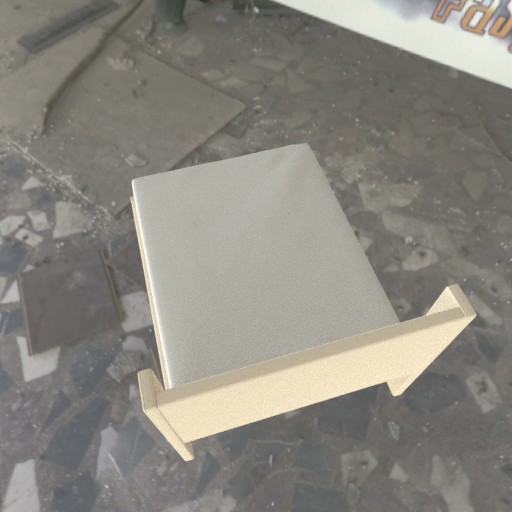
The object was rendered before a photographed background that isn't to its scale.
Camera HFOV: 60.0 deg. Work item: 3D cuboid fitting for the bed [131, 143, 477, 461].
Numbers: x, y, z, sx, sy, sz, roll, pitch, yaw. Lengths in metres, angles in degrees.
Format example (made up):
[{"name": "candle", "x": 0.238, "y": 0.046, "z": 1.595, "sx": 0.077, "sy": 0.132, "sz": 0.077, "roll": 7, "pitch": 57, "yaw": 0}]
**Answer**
[{"name": "bed", "x": 0.000, "y": 0.000, "z": 3.399, "sx": 1.765, "sy": 1.471, "sz": 2.280, "roll": -14, "pitch": 58, "yaw": -9}]
